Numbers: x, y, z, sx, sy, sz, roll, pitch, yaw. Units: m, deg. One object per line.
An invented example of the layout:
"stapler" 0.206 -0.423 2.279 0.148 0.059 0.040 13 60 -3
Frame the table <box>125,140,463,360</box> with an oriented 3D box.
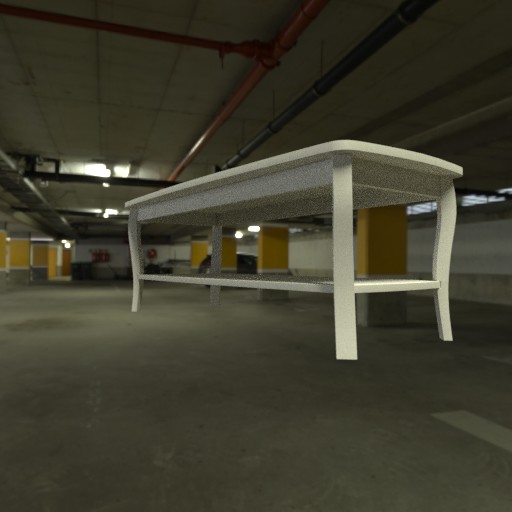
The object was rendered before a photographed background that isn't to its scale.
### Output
"table" 0.000 0.000 1.593 0.561 0.474 1.334 1 -1 -37
